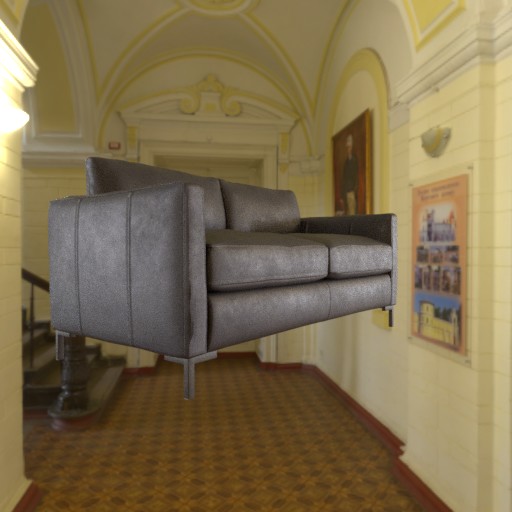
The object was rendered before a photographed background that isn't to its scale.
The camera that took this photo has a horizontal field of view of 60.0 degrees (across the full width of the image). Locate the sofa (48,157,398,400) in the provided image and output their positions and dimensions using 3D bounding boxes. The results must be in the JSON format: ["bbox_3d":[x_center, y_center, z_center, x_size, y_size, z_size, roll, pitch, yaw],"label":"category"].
[{"bbox_3d":[0.000,0.000,2.302,0.947,0.883,1.805,1,1,36],"label":"sofa"}]
